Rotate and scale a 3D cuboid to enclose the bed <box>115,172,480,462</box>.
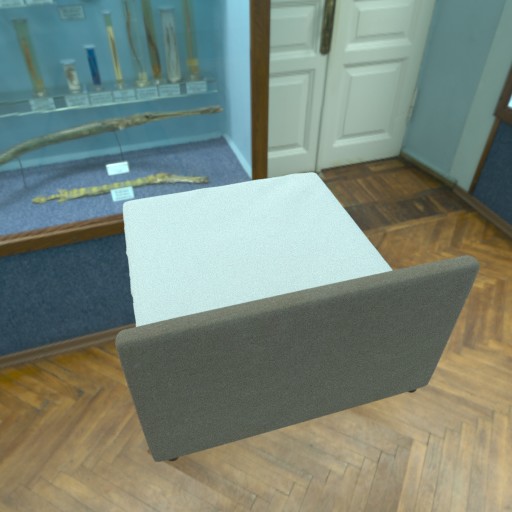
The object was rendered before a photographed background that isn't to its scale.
[{"bbox_3d":[0.000,0.000,3.555,2.119,1.317,2.341,-11,42,-12],"label":"bed"}]
